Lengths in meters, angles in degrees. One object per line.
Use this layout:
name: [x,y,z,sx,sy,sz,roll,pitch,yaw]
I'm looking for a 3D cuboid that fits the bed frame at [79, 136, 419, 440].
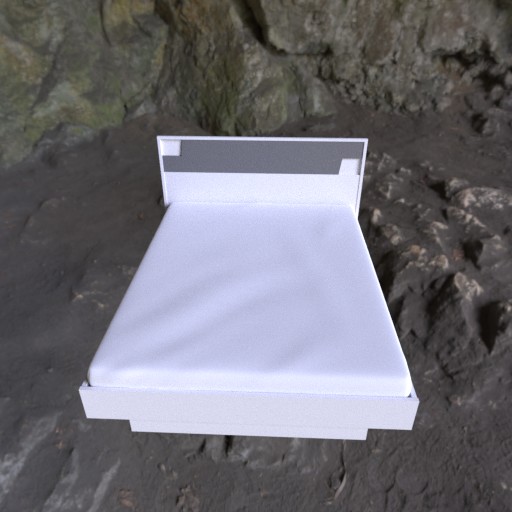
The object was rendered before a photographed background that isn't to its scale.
bed frame: [0.000,0.000,2.975,1.711,1.001,2.100,1,31,2]
